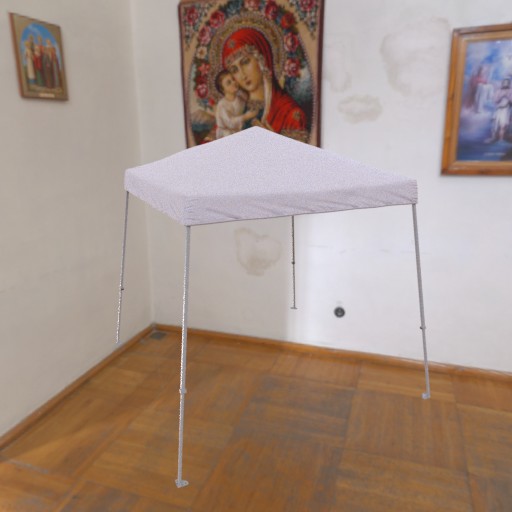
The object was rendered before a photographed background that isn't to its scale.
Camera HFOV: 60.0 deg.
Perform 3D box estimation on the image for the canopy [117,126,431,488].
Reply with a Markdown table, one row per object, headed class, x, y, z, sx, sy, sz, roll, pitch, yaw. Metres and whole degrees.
| class | x | y | z | sx | sy | sz | roll | pitch | yaw |
| --- | --- | --- | --- | --- | --- | --- | --- | --- | --- |
| canopy | 0.000 | 0.000 | 5.068 | 2.849 | 2.850 | 2.850 | -8 | 18 | -25 |
